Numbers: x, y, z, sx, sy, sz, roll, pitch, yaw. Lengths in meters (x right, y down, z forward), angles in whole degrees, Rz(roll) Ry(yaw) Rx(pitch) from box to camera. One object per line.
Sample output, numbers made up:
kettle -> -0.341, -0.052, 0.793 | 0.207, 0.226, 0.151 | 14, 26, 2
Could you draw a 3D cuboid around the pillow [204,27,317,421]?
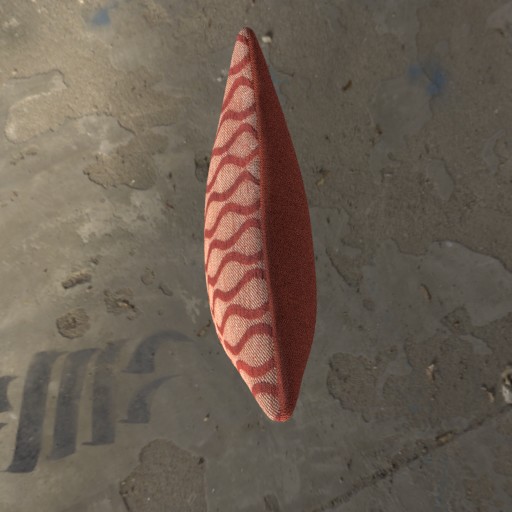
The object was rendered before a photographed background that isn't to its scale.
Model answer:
pillow -> 0.000, 0.000, 0.654 | 0.159, 0.434, 0.429 | -5, 75, -1
